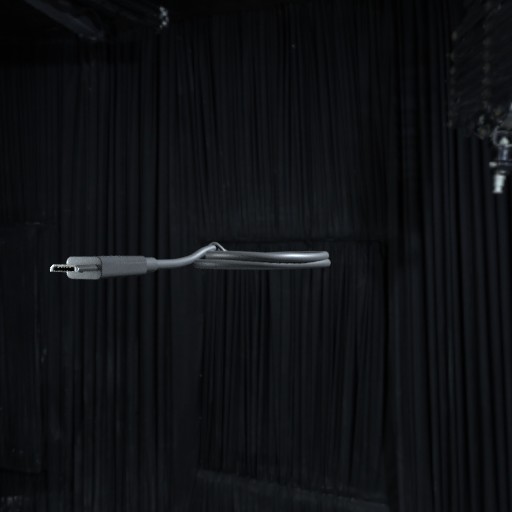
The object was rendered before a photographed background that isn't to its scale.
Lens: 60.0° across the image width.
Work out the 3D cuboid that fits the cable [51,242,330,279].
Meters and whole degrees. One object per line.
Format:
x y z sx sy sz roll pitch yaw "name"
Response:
0.000 0.000 0.215 0.070 0.014 0.192 0 0 19 "cable"
